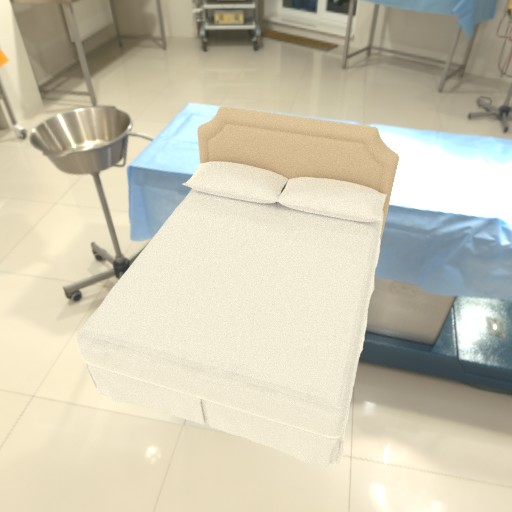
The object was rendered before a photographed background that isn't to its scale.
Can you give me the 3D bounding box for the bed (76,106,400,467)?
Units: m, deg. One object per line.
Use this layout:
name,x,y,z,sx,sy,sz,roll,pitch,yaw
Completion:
bed,0.000,0.000,3.879,2.134,1.524,2.548,12,43,14
